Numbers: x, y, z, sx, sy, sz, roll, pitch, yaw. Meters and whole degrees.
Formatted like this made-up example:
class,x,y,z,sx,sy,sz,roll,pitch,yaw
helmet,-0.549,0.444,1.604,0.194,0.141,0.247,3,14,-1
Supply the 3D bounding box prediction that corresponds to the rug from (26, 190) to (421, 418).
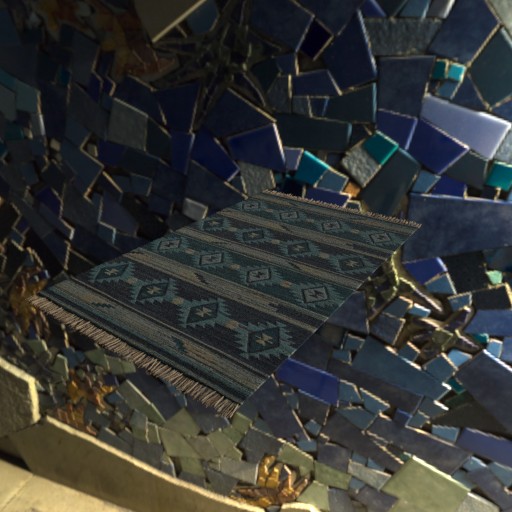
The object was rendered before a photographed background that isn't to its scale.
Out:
class,x,y,z,sx,sy,sz,roll,pitch,yaw
rug,0.000,0.000,2.371,1.181,0.028,1.936,18,32,32
